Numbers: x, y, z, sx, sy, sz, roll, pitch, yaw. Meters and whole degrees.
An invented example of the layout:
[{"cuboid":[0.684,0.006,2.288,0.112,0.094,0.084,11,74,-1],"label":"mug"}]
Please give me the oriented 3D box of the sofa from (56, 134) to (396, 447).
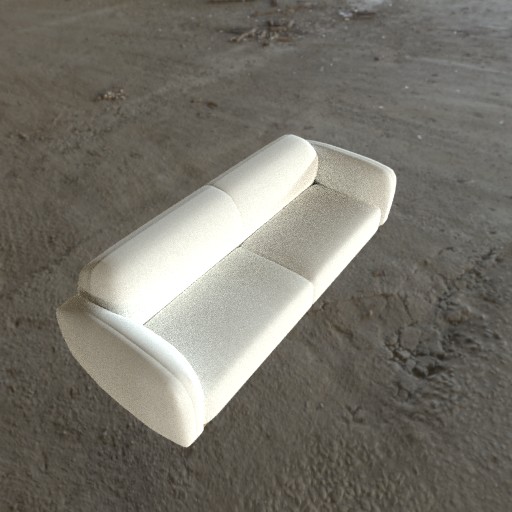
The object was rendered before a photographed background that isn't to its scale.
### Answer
[{"cuboid":[0.000,0.000,2.737,0.870,0.780,2.280,26,47,27],"label":"sofa"}]
